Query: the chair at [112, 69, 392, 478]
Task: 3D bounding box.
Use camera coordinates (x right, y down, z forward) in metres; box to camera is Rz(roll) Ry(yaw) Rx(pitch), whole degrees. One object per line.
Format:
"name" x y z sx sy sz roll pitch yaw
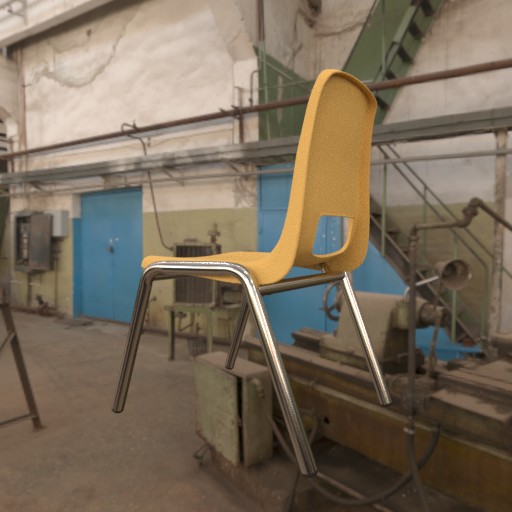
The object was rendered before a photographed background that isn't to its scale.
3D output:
"chair" 0.000 0.000 0.837 0.423 0.586 0.354 2 3 36
